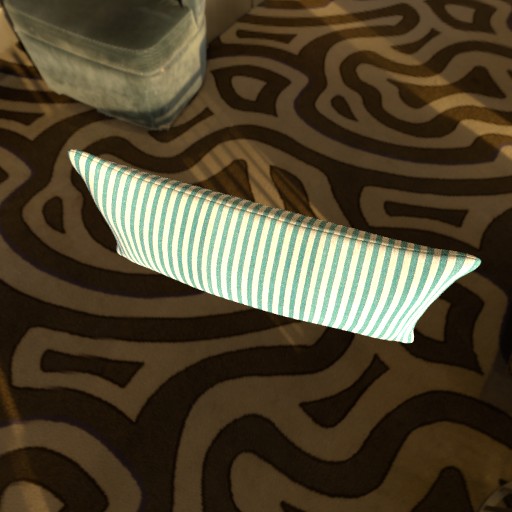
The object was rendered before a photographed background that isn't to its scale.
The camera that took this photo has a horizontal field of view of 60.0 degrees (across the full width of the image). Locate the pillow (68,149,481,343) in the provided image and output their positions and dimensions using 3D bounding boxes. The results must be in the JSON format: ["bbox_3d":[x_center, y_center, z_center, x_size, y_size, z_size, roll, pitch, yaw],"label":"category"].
[{"bbox_3d":[0.000,0.000,0.749,0.617,0.295,0.151,16,59,10],"label":"pillow"}]
